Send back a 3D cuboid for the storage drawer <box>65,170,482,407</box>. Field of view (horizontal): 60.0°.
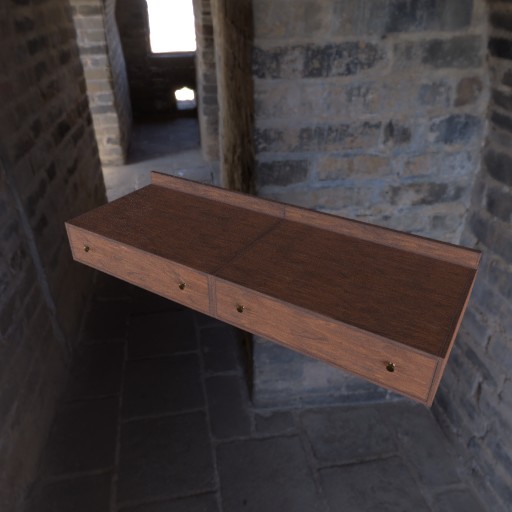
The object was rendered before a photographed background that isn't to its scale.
[{"bbox_3d":[0.000,0.000,2.202,1.914,0.339,0.774,18,35,27],"label":"storage drawer"}]
